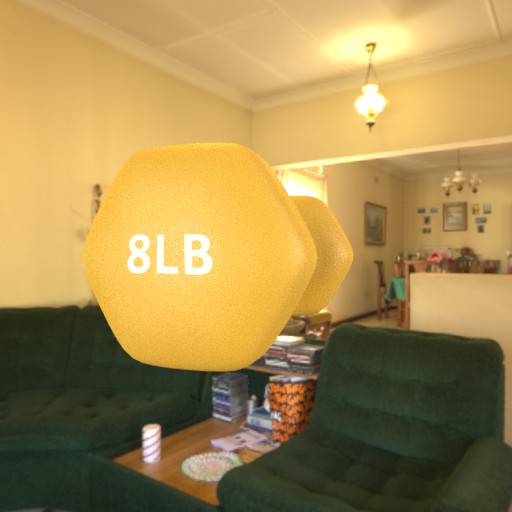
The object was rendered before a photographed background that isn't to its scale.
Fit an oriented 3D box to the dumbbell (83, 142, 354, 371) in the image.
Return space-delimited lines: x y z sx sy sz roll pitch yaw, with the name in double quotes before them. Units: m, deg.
"dumbbell" 0.000 0.000 0.238 0.090 0.082 0.190 0 0 18
